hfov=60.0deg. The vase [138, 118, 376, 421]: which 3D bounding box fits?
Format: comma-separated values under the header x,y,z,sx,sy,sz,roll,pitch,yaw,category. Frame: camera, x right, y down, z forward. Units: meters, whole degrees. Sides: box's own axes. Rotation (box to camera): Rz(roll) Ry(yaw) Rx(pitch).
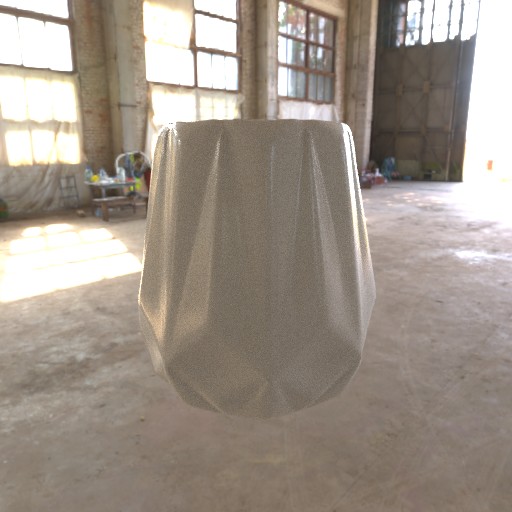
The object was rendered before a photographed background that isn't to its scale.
x,y,z,sx,sy,sz,roll,pitch,yaw,category
0.000,0.000,0.264,0.141,0.152,0.141,0,14,0,vase
